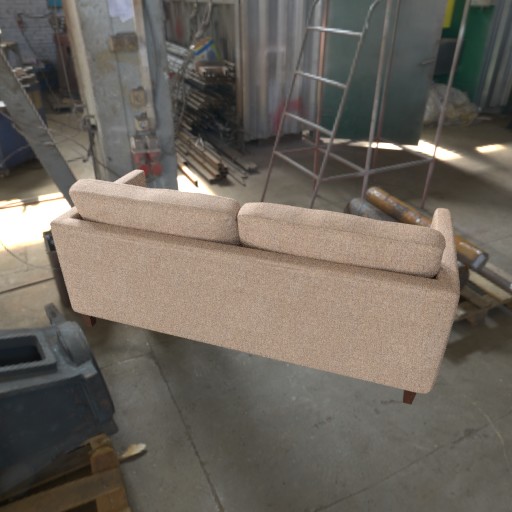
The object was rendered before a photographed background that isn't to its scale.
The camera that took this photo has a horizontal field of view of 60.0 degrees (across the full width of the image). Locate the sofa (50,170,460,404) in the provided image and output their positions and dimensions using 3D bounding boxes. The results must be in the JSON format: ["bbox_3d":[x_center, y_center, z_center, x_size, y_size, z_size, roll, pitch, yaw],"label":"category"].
[{"bbox_3d":[0.000,0.000,2.734,2.208,0.965,0.951,10,32,16],"label":"sofa"}]
